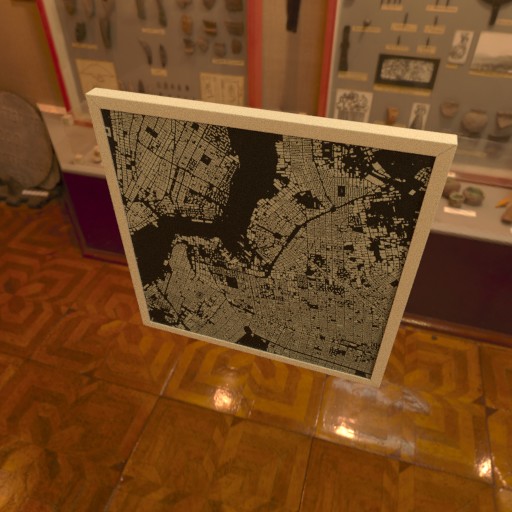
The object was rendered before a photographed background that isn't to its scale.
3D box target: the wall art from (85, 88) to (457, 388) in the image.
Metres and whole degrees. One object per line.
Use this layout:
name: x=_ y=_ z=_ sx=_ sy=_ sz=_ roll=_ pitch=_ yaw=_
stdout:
wall art: x=0.000 y=0.000 z=1.134 sx=0.761 sy=0.762 sz=0.050 roll=12 pitch=42 yaw=14
